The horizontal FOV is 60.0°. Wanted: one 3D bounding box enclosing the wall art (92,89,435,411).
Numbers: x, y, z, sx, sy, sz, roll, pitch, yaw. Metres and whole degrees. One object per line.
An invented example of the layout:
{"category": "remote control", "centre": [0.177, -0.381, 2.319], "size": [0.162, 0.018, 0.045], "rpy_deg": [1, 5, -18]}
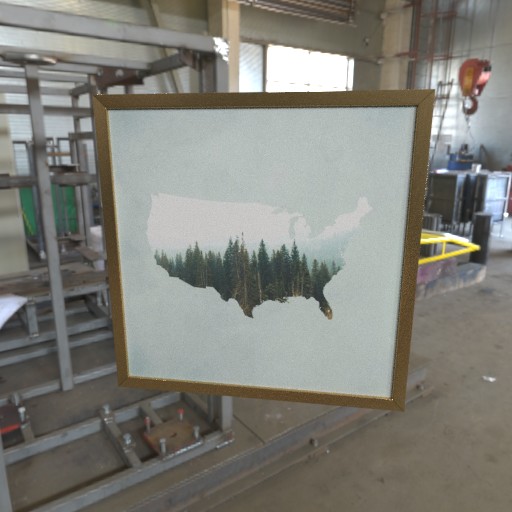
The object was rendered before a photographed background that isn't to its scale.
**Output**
{"category": "wall art", "centre": [0.000, 0.000, 0.735], "size": [0.509, 0.509, 0.040], "rpy_deg": [2, 15, 9]}
